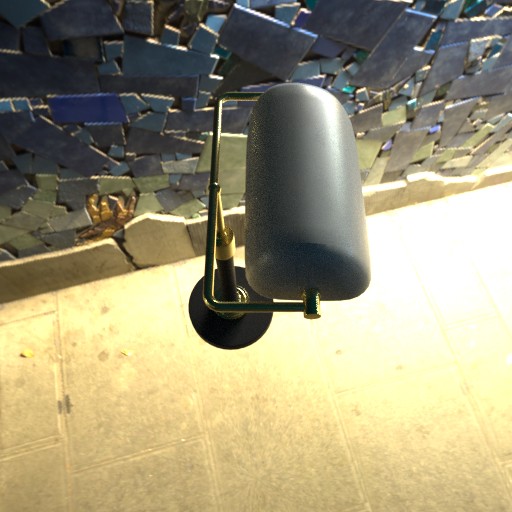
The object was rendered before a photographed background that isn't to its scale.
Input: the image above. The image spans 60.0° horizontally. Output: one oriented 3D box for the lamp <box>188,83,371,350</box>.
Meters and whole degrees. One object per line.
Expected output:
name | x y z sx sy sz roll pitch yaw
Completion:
lamp | 0.000 0.000 0.578 0.227 0.404 0.269 0 63 0
